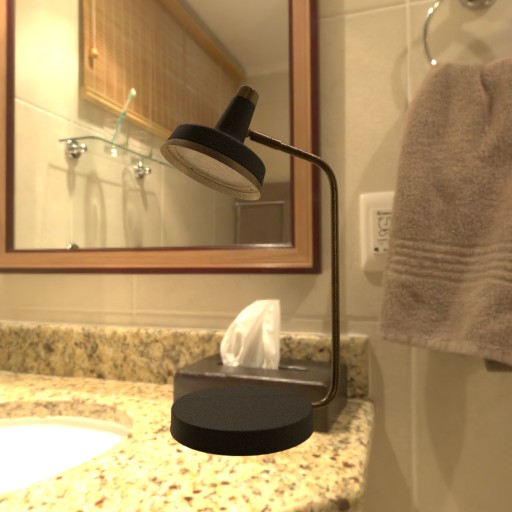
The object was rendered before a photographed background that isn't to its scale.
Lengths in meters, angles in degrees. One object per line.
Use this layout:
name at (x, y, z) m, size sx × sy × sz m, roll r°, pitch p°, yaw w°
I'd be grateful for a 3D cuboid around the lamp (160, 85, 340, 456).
lamp at (0.000, 0.000, 0.510) m, size 0.218 × 0.385 × 0.162 m, roll 0°, pitch -1°, yaw -19°
